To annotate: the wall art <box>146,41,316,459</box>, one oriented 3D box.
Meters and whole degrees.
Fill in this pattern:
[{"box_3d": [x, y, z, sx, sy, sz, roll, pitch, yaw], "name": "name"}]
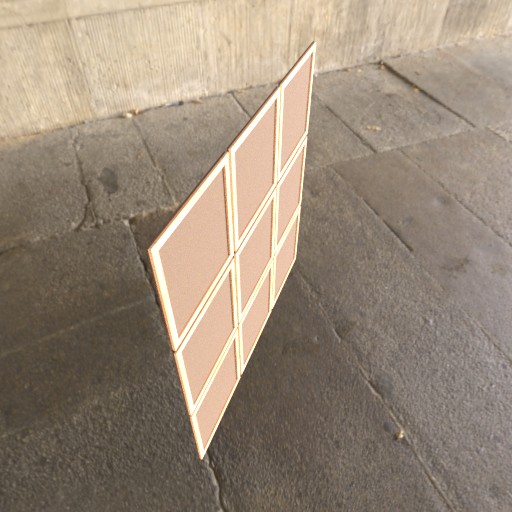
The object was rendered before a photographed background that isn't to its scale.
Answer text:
[{"box_3d": [0.000, 0.000, 1.760, 0.013, 1.218, 1.216, 16, 48, 15], "name": "wall art"}]
